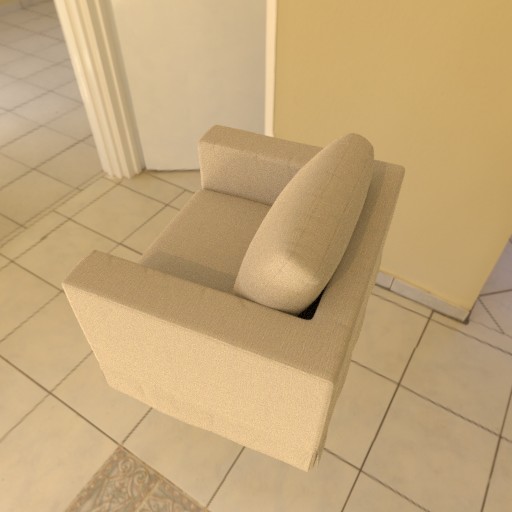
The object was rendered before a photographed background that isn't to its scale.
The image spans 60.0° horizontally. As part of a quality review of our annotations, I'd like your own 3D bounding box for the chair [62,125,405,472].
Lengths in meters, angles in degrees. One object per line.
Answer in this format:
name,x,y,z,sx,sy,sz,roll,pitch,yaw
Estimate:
chair,0.000,0.000,1.816,0.957,0.878,1.150,17,48,16
